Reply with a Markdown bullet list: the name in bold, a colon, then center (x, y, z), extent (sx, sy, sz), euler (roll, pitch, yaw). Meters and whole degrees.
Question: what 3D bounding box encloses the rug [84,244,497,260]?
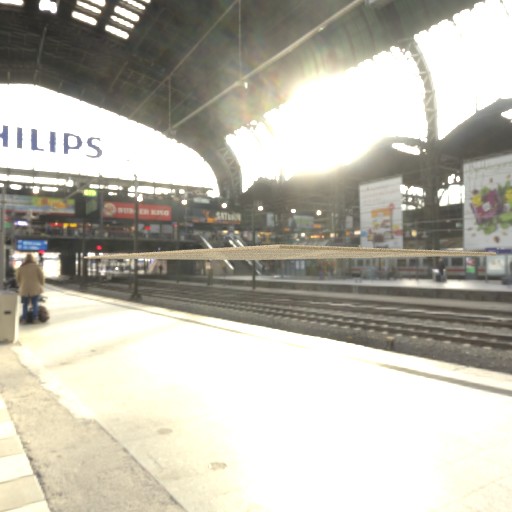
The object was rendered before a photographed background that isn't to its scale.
- **rug**: center (0.000, 0.000, 2.841), extent (1.526, 0.014, 2.290), euler (1, -2, -37)
